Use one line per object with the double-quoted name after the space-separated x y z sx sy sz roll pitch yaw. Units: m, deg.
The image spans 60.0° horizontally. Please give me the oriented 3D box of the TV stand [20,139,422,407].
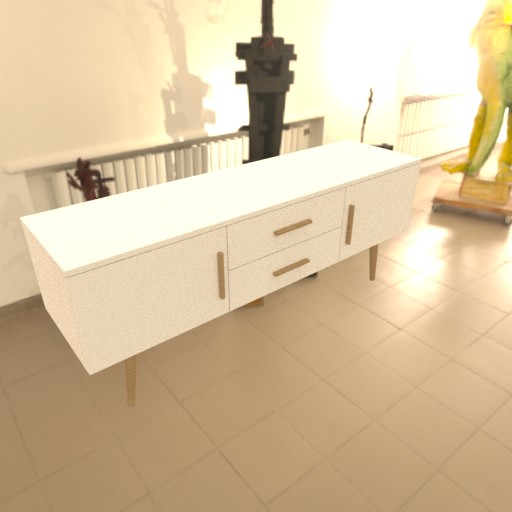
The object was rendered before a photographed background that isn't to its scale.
0.000 0.000 1.639 1.398 0.560 0.401 -21 35 -33 "TV stand"
